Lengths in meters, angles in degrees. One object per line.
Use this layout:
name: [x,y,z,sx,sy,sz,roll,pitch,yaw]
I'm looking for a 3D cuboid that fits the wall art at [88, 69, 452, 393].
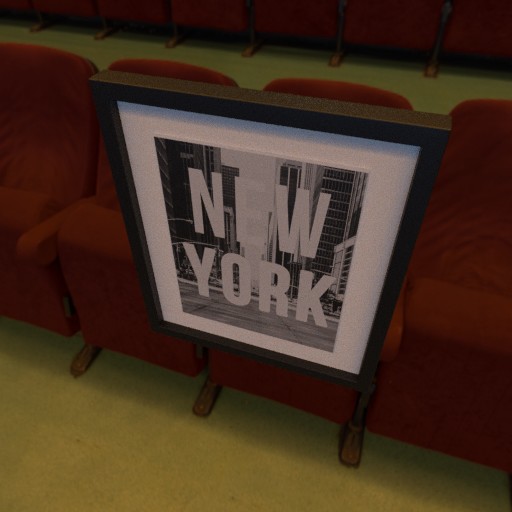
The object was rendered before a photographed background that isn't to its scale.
wall art: [0.000,0.000,0.518,0.328,0.381,0.028,13,44,14]
